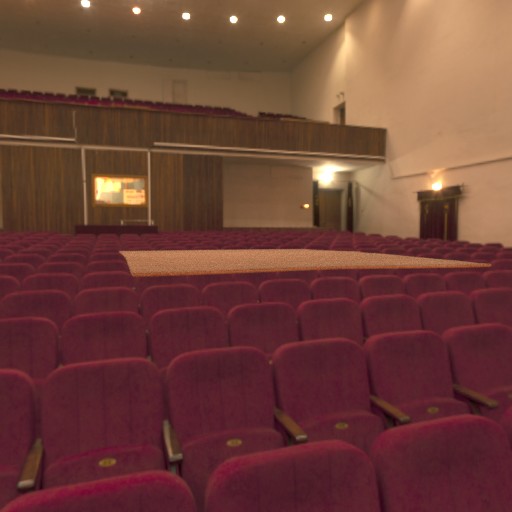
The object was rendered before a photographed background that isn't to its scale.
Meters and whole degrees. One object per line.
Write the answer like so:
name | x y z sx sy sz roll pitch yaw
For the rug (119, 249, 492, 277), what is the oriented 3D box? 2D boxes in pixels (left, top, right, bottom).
rug | 0.000 0.000 4.981 2.873 0.053 3.778 -1 3 -18
